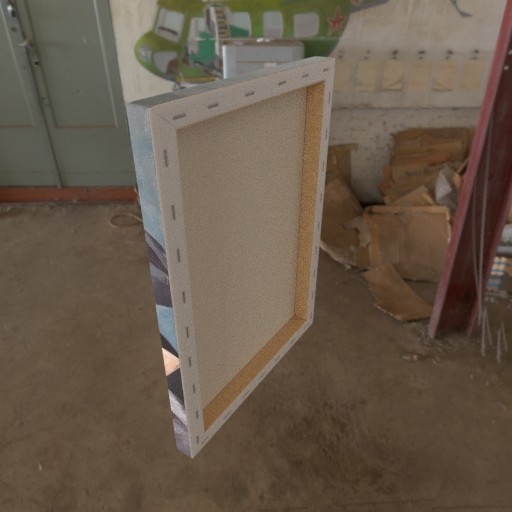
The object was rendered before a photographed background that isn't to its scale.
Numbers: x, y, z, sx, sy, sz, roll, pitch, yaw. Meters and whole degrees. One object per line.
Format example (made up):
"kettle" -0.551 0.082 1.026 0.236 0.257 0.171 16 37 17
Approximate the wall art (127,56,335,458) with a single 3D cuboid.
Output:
"wall art" 0.000 0.000 0.799 0.037 0.613 0.455 20 37 29
